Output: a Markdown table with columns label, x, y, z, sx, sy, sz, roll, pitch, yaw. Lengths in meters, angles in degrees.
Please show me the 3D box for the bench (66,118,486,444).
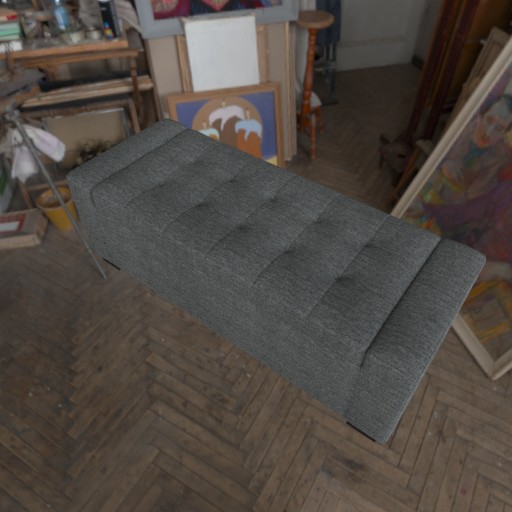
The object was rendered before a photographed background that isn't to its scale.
| label | x | y | z | sx | sy | sz | roll | pitch | yaw |
| --- | --- | --- | --- | --- | --- | --- | --- | --- | --- |
| bench | 0.000 | 0.000 | 1.547 | 1.296 | 0.445 | 0.508 | 29 | 53 | 25 |
